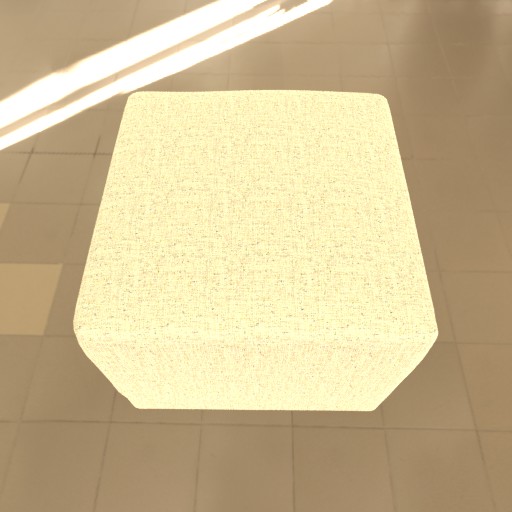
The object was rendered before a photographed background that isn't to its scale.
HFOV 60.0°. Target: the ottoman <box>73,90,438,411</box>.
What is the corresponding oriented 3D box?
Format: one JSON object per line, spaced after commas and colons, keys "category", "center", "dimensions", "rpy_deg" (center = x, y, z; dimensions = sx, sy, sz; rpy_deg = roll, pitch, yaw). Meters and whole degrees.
{"category": "ottoman", "center": [0.000, 0.000, 0.889], "dimensions": [0.512, 0.453, 0.521], "rpy_deg": [0, 58, 0]}
